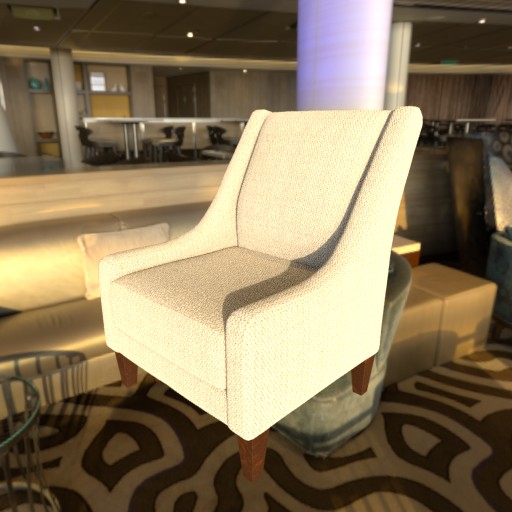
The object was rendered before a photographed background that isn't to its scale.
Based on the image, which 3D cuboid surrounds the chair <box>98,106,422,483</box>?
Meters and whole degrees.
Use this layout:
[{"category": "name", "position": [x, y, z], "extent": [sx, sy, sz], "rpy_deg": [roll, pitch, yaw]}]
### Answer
[{"category": "chair", "position": [0.000, 0.000, 1.581], "extent": [0.774, 1.014, 0.870], "rpy_deg": [16, 23, 42]}]
